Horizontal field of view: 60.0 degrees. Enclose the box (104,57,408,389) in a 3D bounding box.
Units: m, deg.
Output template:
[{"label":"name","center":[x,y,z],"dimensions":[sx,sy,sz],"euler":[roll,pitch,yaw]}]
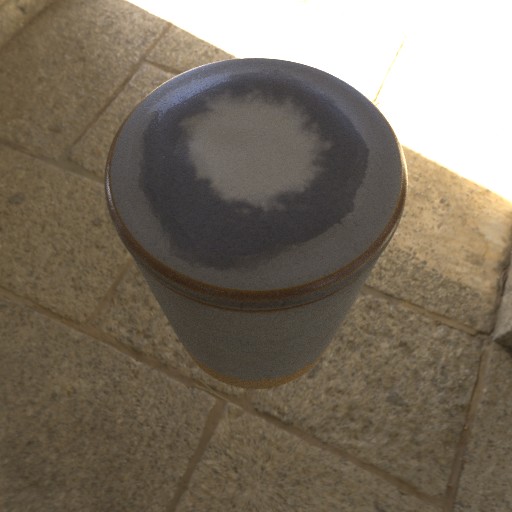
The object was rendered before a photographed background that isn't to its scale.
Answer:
[{"label":"box","center":[0.000,0.000,0.245],"dimensions":[0.118,0.168,0.118],"euler":[0,63,0]}]
